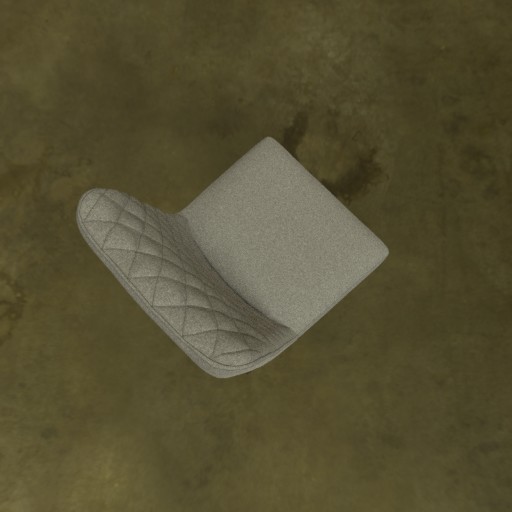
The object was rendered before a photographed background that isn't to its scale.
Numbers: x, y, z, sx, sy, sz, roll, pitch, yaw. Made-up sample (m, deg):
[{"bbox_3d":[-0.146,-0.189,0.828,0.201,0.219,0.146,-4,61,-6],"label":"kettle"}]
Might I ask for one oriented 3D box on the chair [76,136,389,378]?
[{"bbox_3d":[0.000,0.000,1.248,0.587,0.889,0.508,-42,79,-10],"label":"chair"}]
